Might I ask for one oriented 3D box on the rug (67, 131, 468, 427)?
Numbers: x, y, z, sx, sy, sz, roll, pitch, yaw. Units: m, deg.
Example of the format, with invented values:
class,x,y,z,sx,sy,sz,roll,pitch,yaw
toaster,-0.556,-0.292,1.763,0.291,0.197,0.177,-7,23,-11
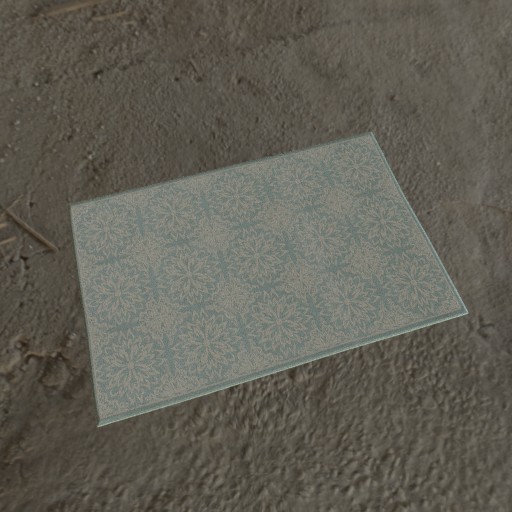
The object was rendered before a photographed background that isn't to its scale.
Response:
class,x,y,z,sx,sy,sz,roll,pitch,yaw
rug,0.000,0.000,2.341,1.840,0.012,1.219,-15,65,-7
